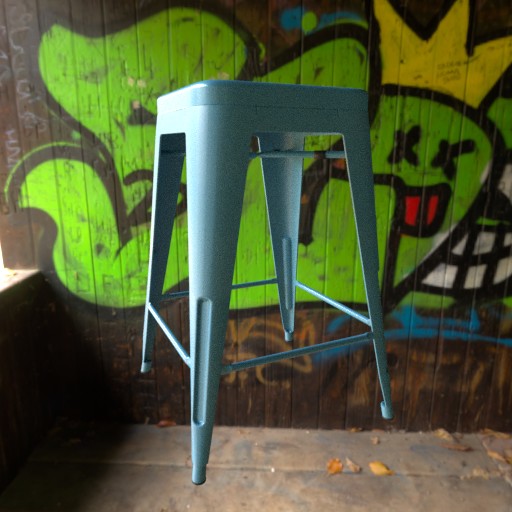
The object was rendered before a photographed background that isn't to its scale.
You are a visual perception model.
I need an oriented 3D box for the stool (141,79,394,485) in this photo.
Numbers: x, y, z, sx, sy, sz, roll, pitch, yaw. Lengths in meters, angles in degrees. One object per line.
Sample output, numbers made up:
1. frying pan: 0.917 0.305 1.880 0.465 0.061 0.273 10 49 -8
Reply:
1. stool: 0.000 0.000 0.879 0.410 0.608 0.410 -7 16 -25
